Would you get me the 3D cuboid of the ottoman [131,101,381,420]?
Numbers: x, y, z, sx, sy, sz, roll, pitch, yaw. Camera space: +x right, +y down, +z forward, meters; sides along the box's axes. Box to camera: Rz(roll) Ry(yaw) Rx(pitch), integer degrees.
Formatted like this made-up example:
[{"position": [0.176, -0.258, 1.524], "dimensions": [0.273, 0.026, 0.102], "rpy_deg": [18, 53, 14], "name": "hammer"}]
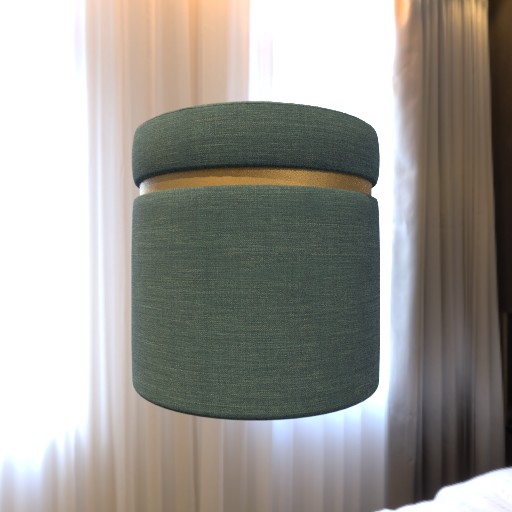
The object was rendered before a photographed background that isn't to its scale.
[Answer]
[{"position": [0.000, 0.000, 0.735], "dimensions": [0.398, 0.406, 0.398], "rpy_deg": [0, 0, 0], "name": "ottoman"}]
